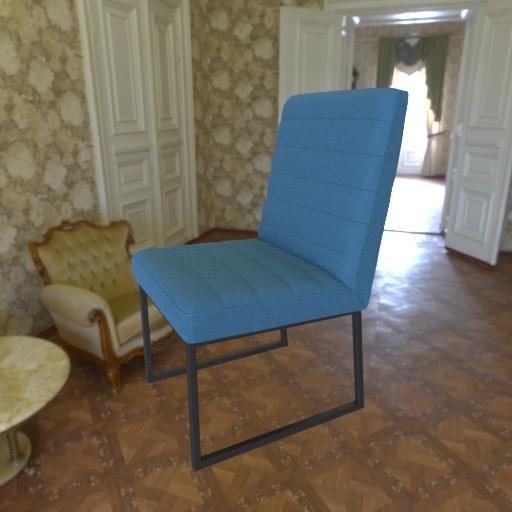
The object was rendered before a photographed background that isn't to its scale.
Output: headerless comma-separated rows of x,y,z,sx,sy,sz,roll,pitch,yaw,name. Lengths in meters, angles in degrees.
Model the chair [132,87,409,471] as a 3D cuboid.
0.000,0.000,1.311,0.634,0.930,0.520,-9,19,-27,chair
